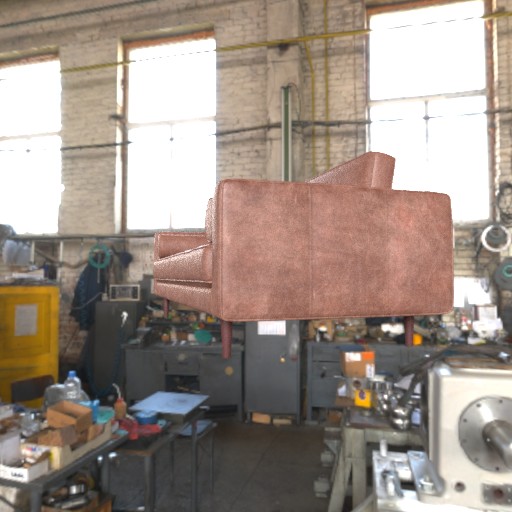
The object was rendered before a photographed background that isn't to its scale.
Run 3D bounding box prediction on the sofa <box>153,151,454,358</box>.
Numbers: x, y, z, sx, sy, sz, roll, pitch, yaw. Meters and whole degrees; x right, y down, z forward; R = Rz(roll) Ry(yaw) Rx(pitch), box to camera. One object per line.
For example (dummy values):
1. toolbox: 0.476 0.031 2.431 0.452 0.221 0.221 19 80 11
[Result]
1. sofa: 0.000 0.000 2.345 0.910 0.760 1.870 1 -3 -19
